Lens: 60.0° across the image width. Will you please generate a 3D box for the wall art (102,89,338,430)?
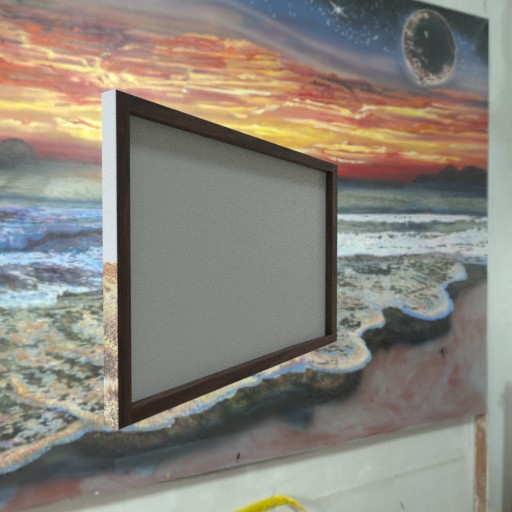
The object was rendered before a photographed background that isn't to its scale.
[{"bbox_3d":[0.000,0.000,1.463,0.051,0.761,1.138,1,2,35],"label":"wall art"}]
